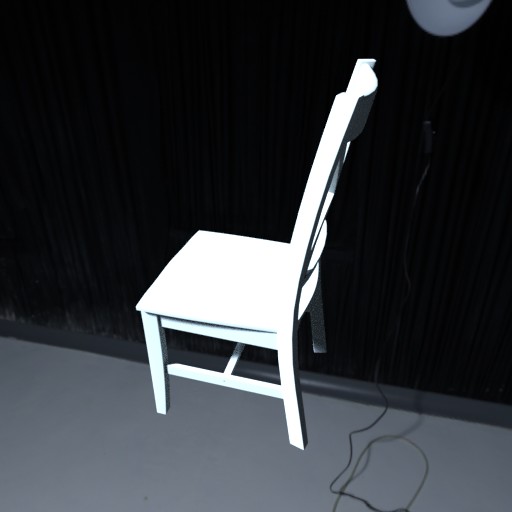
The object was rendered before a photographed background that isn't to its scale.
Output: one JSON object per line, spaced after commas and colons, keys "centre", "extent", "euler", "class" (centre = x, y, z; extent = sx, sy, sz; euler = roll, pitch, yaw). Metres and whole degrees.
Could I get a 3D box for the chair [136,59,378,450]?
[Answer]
{"centre": [0.000, 0.000, 1.253], "extent": [0.542, 0.983, 0.485], "euler": [8, 32, 13], "class": "chair"}
